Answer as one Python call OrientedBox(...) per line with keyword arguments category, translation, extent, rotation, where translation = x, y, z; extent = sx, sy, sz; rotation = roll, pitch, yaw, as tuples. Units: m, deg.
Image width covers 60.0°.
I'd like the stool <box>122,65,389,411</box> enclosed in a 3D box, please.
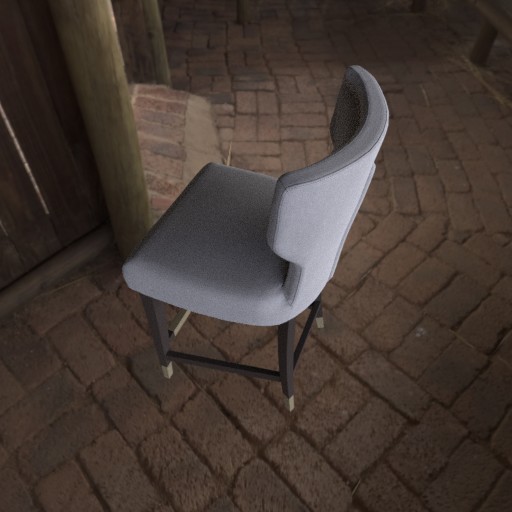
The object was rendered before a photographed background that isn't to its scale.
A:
OrientedBox(category="stool", translation=(0.000, 0.000, 1.307), extent=(0.563, 0.982, 0.527), rotation=(17, 49, 15))
